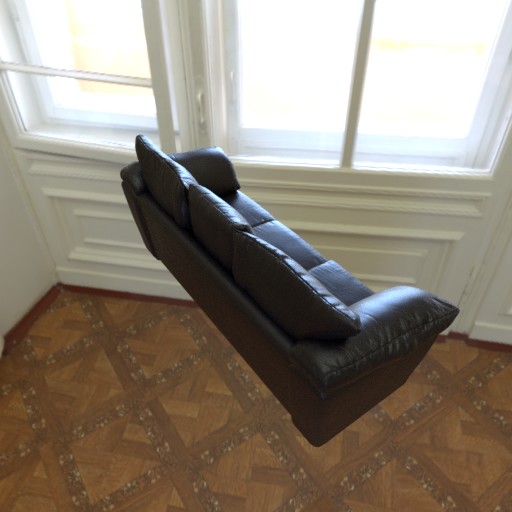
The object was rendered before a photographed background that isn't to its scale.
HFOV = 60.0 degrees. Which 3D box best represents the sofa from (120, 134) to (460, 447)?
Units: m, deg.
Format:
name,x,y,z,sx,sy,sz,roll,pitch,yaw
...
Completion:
name,x,y,z,sx,sy,sz,roll,pitch,yaw
sofa,0.000,0.000,2.879,0.880,1.073,2.336,-25,46,-26
